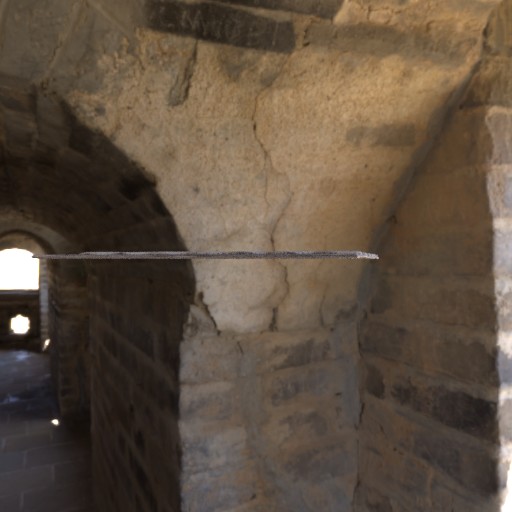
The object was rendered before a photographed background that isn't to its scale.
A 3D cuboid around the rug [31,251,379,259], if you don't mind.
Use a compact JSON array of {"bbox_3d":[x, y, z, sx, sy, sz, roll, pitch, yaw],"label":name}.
[{"bbox_3d":[0.000,0.000,2.367,1.222,0.030,1.823,0,0,17],"label":"rug"}]
